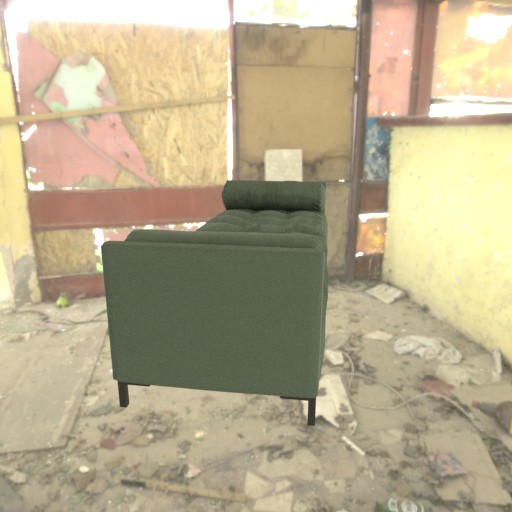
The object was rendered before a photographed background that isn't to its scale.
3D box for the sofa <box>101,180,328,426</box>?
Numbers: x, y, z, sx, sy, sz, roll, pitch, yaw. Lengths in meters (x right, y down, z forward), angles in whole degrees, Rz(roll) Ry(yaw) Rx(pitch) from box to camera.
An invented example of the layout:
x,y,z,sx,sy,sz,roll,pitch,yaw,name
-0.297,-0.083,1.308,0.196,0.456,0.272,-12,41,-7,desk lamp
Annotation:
x,y,z,sx,sy,sz,roll,pitch,yaw,name
0.000,0.000,2.550,0.817,0.681,2.130,2,16,8,sofa
